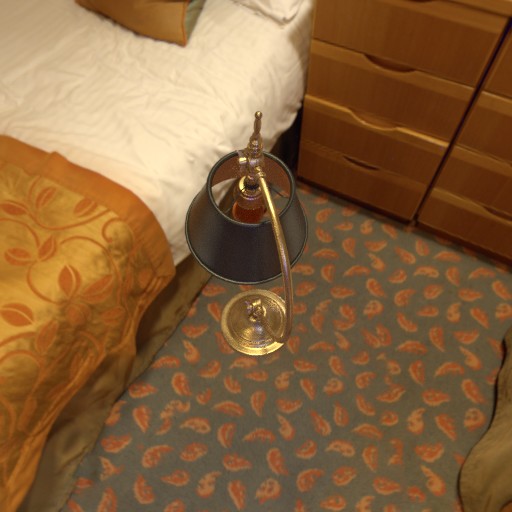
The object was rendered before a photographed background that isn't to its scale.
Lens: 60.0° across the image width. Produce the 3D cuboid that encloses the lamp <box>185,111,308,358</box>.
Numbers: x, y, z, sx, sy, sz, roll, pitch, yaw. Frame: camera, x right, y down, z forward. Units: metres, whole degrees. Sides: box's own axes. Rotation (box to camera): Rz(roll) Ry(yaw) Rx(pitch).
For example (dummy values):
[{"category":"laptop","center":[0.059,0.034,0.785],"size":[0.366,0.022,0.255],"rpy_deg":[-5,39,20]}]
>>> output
[{"category":"lamp","center":[0.000,0.000,0.827],"size":[0.235,0.675,0.344],"rpy_deg":[-15,58,-9]}]
